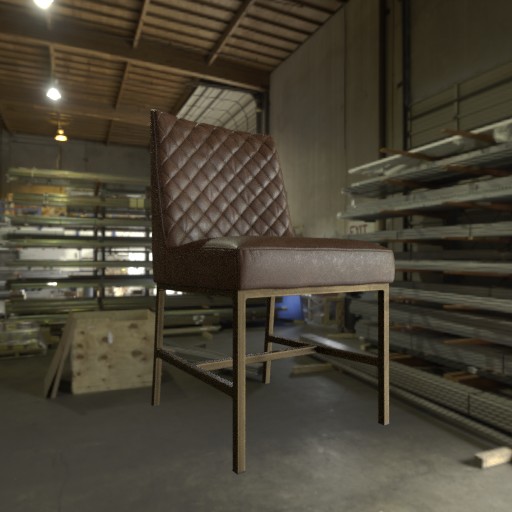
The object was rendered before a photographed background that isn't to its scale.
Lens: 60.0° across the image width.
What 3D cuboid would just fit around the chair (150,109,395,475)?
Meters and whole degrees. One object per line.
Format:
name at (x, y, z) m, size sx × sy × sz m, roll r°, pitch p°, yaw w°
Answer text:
chair at (0.000, 0.000, 1.258) m, size 0.508 × 0.889 × 0.587 m, roll 0°, pitch 0°, yaw -35°
